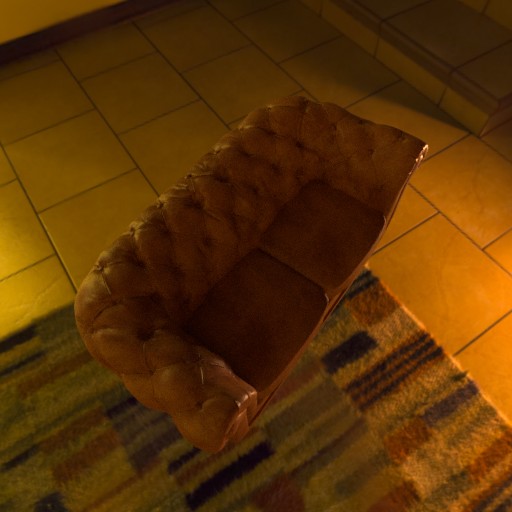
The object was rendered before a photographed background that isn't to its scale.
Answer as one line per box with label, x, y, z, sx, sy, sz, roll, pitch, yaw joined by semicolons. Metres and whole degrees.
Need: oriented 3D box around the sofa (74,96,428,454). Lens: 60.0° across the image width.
sofa;0.000;0.000;2.524;1.042;0.877;1.979;32;64;18
